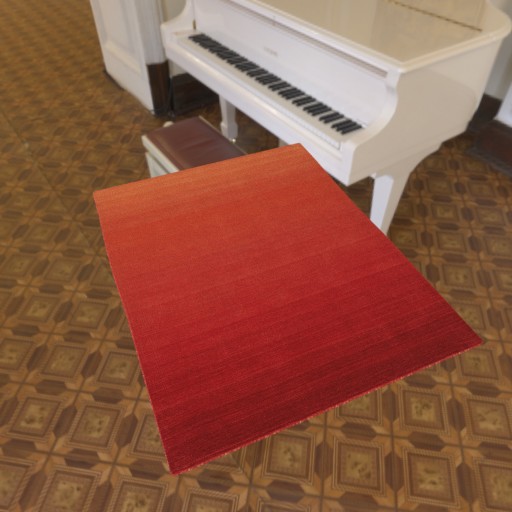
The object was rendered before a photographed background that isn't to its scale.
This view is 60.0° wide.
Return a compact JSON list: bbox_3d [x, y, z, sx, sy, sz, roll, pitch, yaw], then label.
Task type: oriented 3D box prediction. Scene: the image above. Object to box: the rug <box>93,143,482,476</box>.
[{"bbox_3d":[0.000,0.000,3.806,2.340,0.028,2.905,-17,48,-16],"label":"rug"}]
